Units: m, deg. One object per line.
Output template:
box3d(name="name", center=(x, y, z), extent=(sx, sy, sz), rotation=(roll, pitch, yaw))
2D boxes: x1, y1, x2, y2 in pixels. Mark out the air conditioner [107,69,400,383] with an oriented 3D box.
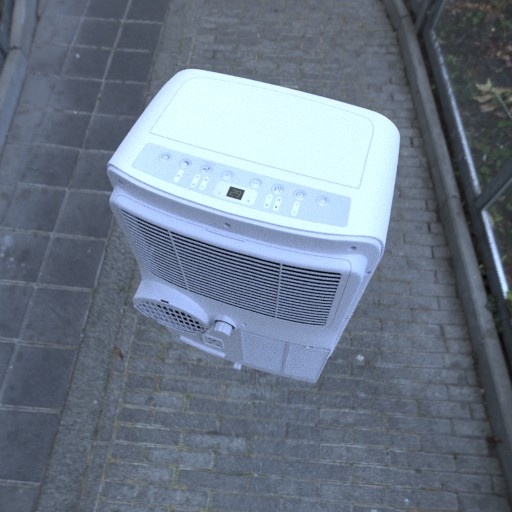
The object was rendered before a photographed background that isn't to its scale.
box3d(name="air conditioner", center=(0.000, 0.000, 0.937), extent=(0.454, 0.700, 0.365), rotation=(16, 65, 8))
